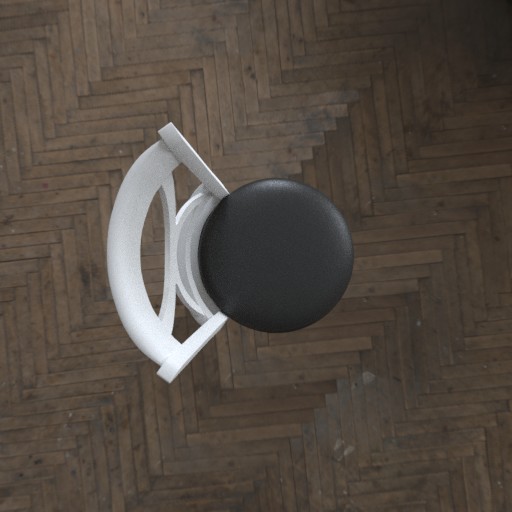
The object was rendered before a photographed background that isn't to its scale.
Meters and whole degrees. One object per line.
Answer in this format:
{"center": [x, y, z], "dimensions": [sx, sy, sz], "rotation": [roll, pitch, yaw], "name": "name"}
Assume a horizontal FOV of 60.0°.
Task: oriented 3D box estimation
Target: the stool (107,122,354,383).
{"center": [0.000, 0.000, 1.226], "dimensions": [0.508, 0.953, 0.444], "rotation": [0, 89, 0], "name": "stool"}
